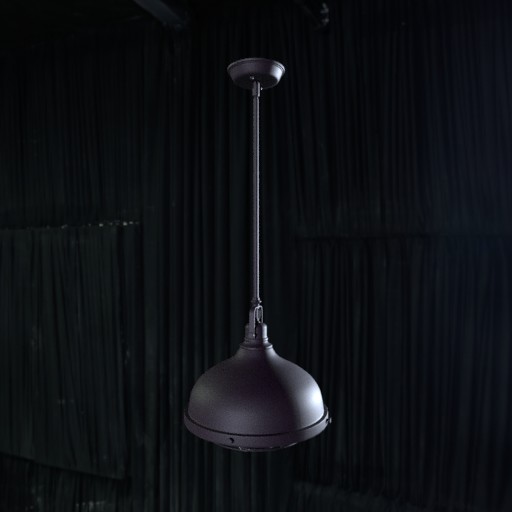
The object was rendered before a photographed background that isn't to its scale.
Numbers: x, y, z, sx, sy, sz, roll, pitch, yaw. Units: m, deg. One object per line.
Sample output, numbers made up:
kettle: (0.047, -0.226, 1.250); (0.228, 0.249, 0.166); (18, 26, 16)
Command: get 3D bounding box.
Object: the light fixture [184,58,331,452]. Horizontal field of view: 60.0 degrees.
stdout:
light fixture: (0.000, 0.000, 1.015); (0.341, 0.849, 0.341); (0, 0, 18)
